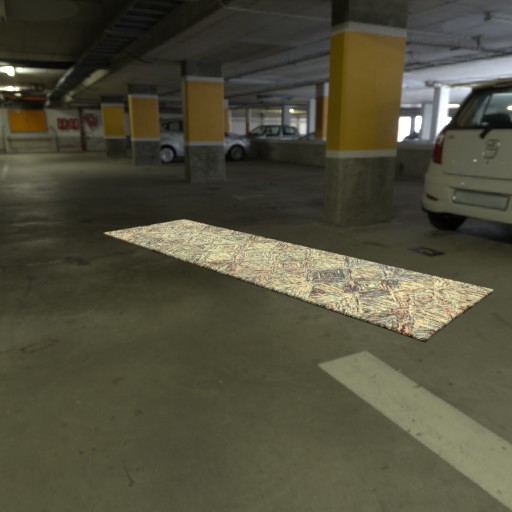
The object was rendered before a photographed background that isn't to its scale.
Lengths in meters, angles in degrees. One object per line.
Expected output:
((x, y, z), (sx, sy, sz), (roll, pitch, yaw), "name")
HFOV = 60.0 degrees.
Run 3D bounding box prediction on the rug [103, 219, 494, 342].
((0.000, 0.000, 2.498), (2.292, 0.015, 0.688), (15, 22, 43), "rug")
